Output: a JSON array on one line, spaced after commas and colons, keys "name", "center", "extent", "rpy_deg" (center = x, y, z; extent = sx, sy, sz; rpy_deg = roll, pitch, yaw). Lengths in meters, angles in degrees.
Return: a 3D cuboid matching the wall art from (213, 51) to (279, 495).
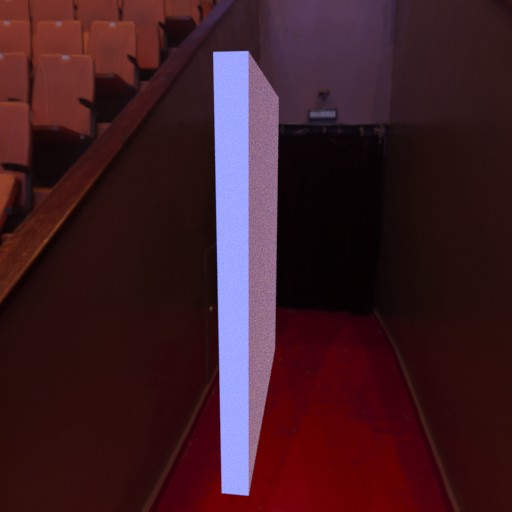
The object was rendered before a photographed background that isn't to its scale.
[{"name": "wall art", "center": [0.000, 0.000, 0.750], "extent": [0.039, 0.553, 0.451], "rpy_deg": [2, 14, 7]}]
